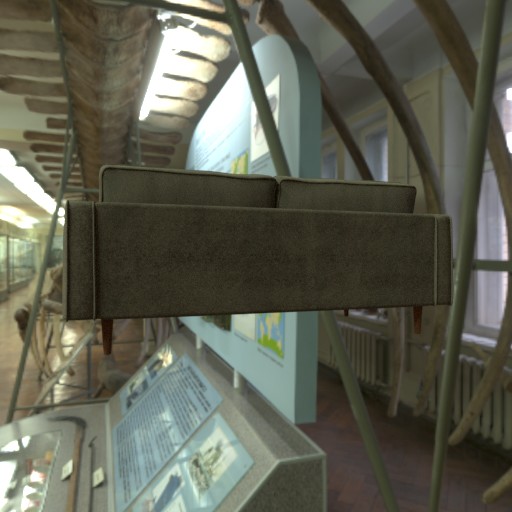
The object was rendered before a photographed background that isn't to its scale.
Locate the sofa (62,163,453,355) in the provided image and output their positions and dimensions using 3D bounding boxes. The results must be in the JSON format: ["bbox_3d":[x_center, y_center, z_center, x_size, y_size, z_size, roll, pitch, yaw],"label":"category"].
[{"bbox_3d":[0.000,0.000,2.457,1.920,0.825,0.924,0,0,-19],"label":"sofa"}]
